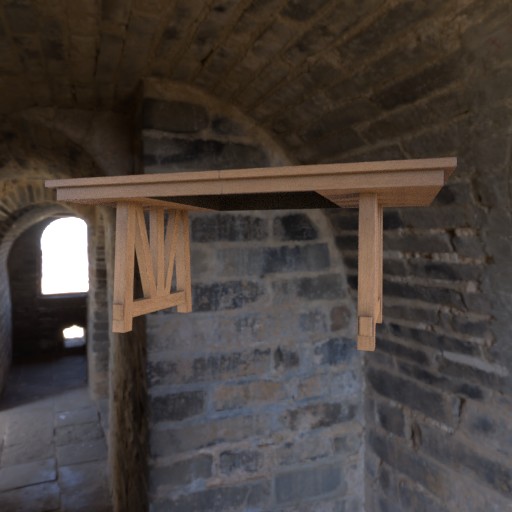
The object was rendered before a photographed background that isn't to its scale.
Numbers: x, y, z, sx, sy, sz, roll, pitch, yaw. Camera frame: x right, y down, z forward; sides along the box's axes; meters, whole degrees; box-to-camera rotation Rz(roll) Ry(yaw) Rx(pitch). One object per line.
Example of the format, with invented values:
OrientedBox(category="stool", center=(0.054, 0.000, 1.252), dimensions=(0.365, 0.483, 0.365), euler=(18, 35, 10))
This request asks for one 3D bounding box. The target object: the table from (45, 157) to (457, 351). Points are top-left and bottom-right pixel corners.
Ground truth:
OrientedBox(category="table", center=(0.000, 0.000, 2.408), dimensions=(1.881, 0.768, 1.016), euler=(1, 2, 18))
